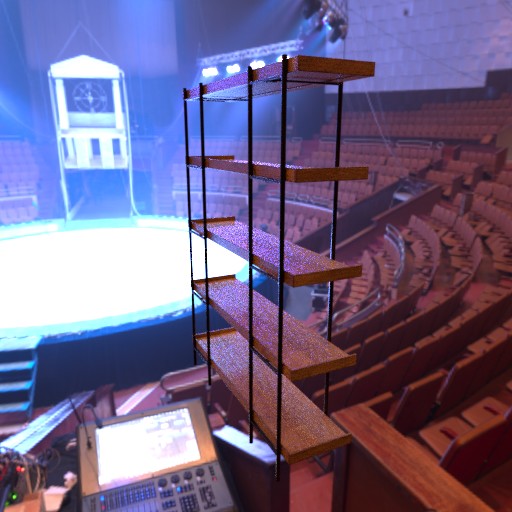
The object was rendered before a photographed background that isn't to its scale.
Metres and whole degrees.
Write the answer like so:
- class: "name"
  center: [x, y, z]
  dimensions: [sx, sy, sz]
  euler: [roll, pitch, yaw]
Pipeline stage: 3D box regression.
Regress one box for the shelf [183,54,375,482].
- class: "shelf"
  center: [0.000, 0.000, 2.429]
  dimensions: [0.379, 1.826, 1.371]
  euler: [-7, 16, -25]
